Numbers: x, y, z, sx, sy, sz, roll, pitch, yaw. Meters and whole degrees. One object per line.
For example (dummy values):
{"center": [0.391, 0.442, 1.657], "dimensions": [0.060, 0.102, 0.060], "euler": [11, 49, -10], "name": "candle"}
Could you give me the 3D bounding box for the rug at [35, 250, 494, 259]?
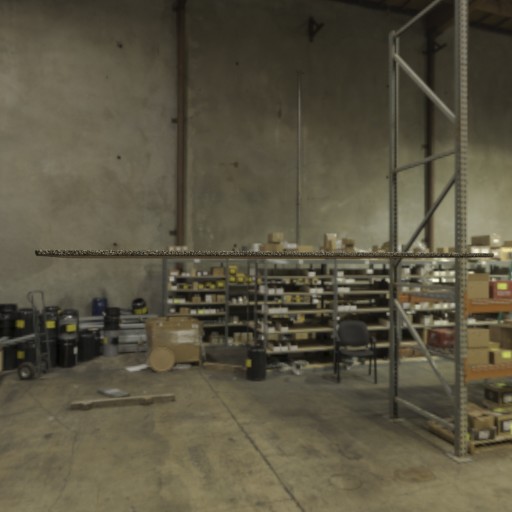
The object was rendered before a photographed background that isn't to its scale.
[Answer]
{"center": [0.000, 0.000, 2.844], "dimensions": [2.350, 0.025, 1.502], "euler": [0, -1, -18], "name": "rug"}
